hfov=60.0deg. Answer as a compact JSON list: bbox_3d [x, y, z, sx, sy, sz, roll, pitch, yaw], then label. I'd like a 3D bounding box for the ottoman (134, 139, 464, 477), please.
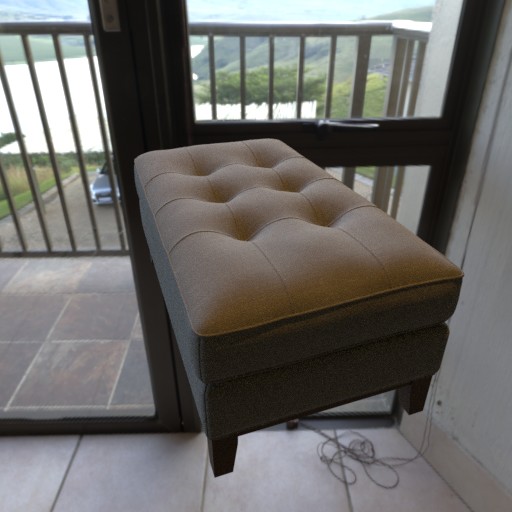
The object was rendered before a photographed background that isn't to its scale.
[{"bbox_3d":[0.000,0.000,1.463,0.648,0.514,1.143,-10,32,-17],"label":"ottoman"}]
